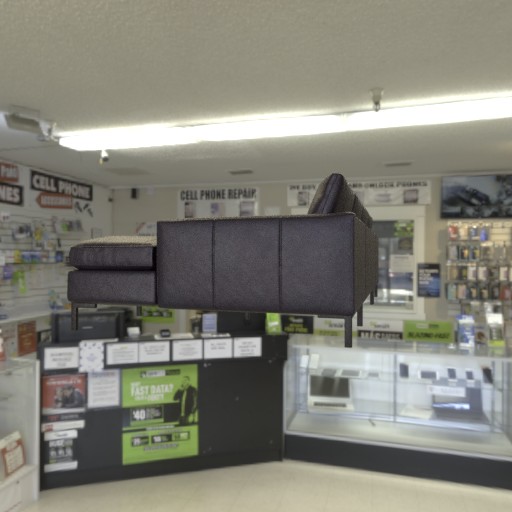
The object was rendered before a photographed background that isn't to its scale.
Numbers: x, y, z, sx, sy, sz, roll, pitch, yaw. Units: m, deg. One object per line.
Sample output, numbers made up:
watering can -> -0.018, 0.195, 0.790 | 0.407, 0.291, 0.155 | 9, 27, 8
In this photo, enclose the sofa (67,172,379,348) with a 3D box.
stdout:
sofa -> 0.000, 0.000, 3.814 | 1.939, 0.900, 2.956 | 0, 0, 18
